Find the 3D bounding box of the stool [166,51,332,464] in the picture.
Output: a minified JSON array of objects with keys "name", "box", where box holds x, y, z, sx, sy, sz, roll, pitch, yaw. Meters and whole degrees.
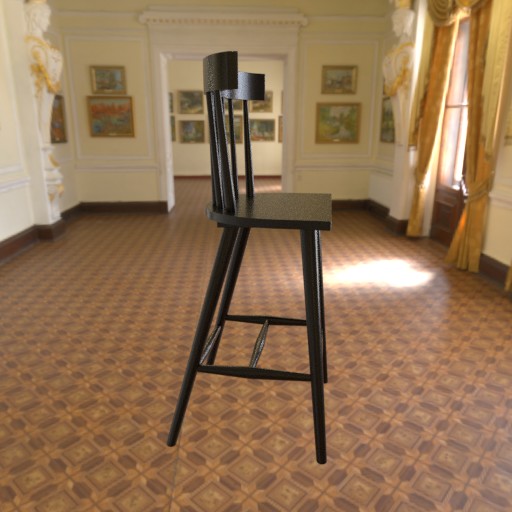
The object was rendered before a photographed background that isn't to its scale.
[{"name":"stool","box":[0.000,0.000,1.365,0.483,1.092,0.482,3,16,9]}]
